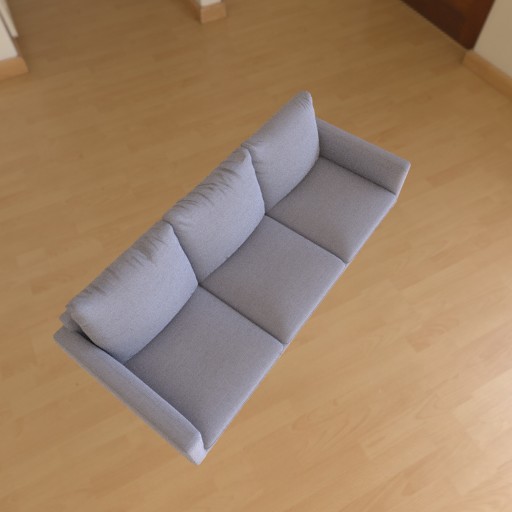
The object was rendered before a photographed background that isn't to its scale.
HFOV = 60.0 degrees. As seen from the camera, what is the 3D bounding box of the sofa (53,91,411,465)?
[{"bbox_3d":[0.000,0.000,2.448,0.850,0.830,2.000,32,63,19],"label":"sofa"}]
